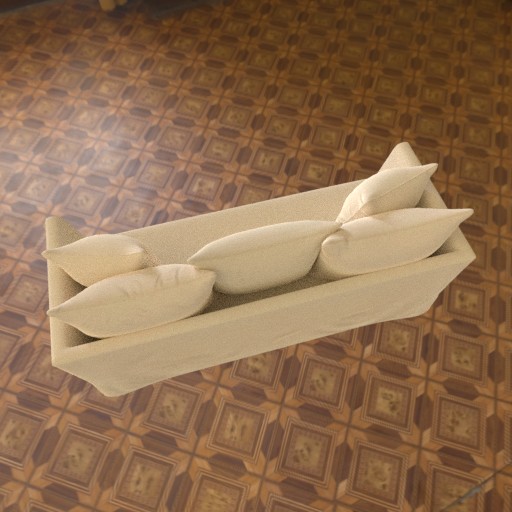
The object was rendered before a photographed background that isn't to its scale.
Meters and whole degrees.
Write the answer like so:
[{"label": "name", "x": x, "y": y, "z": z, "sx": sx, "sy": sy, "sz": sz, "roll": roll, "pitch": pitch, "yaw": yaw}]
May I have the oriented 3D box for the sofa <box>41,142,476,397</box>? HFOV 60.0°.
[{"label": "sofa", "x": 0.000, "y": 0.000, "z": 2.901, "sx": 2.484, "sy": 1.042, "sz": 1.030, "roll": -13, "pitch": 61, "yaw": -8}]
